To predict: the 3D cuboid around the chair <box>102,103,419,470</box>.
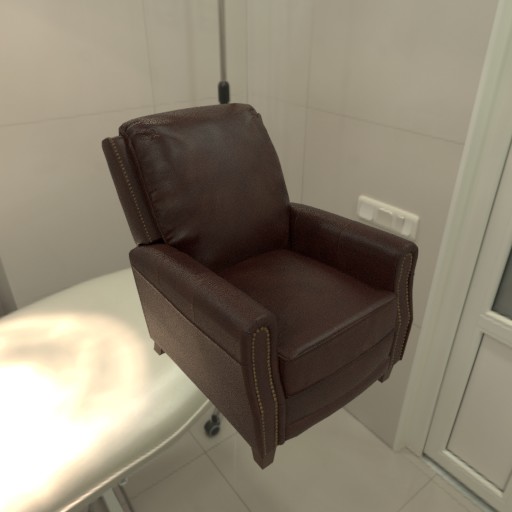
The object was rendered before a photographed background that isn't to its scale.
[{"bbox_3d":[0.000,0.000,1.790,0.826,1.022,1.089,-21,36,-32],"label":"chair"}]
